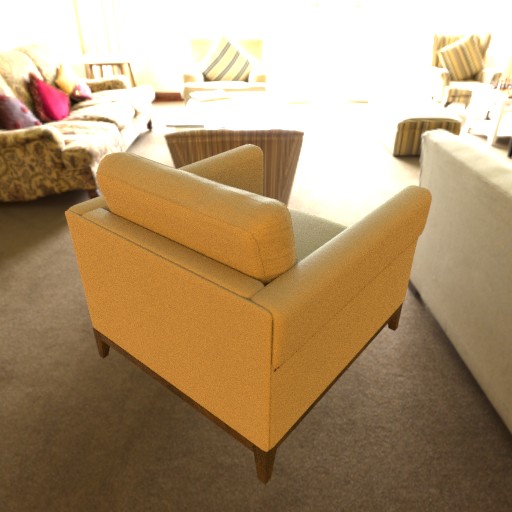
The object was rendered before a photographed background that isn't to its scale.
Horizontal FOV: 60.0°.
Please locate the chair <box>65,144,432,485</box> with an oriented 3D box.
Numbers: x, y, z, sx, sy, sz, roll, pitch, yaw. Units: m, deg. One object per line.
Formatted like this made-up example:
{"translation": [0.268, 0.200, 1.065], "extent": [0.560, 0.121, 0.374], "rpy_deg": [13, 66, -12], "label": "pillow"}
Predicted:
{"translation": [0.000, 0.000, 1.674], "extent": [0.914, 0.838, 0.959], "rpy_deg": [23, 38, 33], "label": "chair"}
